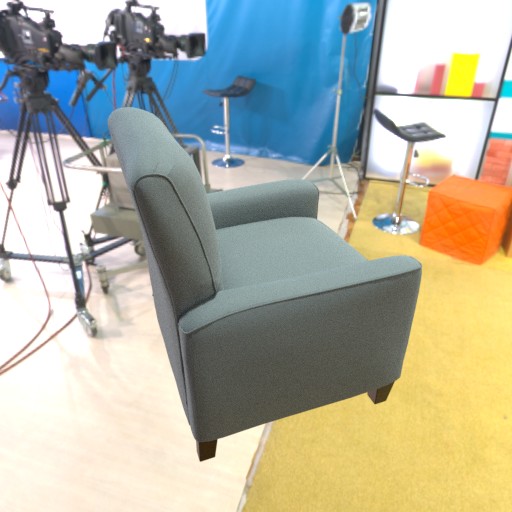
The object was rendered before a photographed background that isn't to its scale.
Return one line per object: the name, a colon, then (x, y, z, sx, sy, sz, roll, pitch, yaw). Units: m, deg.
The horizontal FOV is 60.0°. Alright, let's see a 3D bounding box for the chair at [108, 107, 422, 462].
chair: (0.000, 0.000, 1.601, 0.846, 1.007, 0.853, -11, 32, -18)
